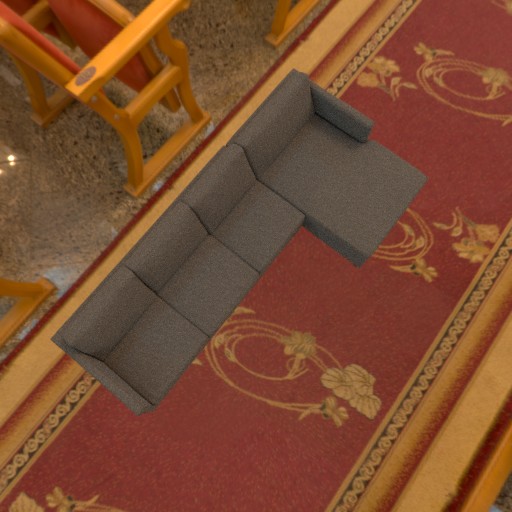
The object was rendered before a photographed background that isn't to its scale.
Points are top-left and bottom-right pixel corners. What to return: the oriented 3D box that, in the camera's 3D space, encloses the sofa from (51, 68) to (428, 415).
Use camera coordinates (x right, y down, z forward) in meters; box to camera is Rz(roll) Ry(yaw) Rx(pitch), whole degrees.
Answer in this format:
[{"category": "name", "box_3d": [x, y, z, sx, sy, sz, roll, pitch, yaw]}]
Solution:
[{"category": "sofa", "box_3d": [0.000, 0.000, 3.897, 1.625, 0.846, 3.186, 37, 78, 9]}]
